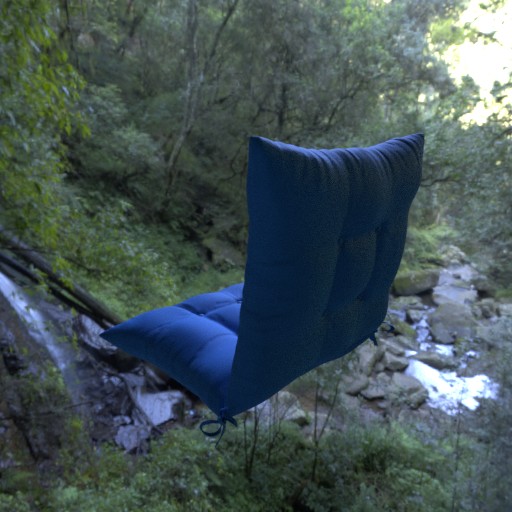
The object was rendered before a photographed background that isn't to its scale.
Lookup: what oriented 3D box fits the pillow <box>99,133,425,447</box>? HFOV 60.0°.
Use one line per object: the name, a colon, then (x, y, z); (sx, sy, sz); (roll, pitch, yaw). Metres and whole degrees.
pillow: (0.000, 0.000, 0.991); (0.541, 0.536, 0.585); (-16, 23, -42)
